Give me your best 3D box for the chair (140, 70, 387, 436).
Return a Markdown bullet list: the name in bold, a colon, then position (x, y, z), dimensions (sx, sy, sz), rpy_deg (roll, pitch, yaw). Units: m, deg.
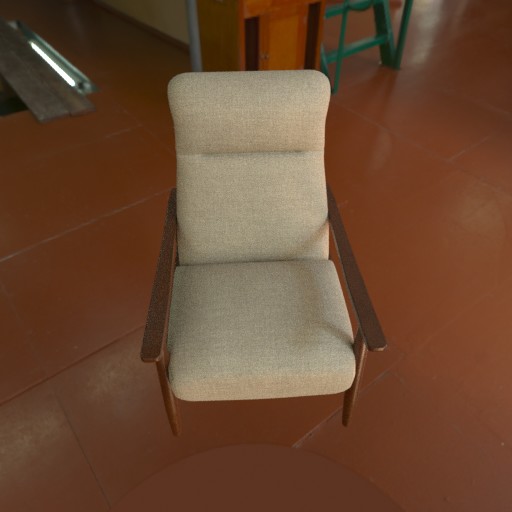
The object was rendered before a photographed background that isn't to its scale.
- **chair**: position (0.000, 0.000, 1.770), dimensions (0.762, 1.082, 1.014), rpy_deg (-2, 45, -2)
